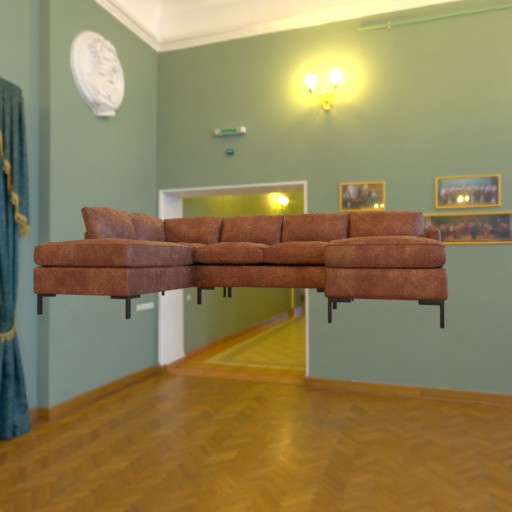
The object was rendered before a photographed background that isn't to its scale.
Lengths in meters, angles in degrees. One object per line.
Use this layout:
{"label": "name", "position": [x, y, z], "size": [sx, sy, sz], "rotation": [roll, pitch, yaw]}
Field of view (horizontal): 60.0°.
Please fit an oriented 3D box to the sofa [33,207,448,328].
{"label": "sofa", "position": [0.000, 0.000, 3.819], "size": [2.956, 0.900, 1.939], "rotation": [0, 0, 18]}
